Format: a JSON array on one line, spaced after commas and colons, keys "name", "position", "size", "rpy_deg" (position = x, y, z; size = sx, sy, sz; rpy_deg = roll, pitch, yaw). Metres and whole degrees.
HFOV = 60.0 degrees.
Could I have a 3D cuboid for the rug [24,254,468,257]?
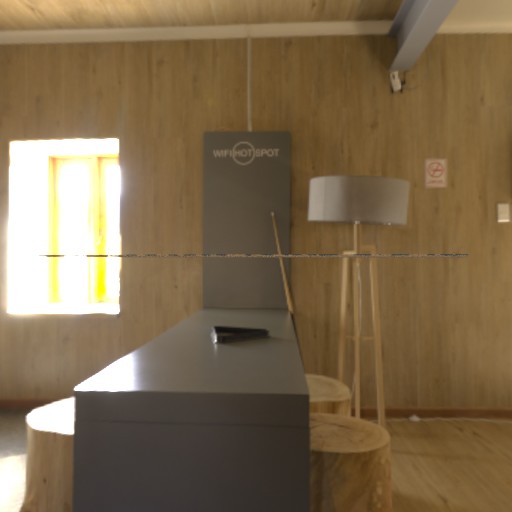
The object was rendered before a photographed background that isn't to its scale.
[{"name": "rug", "position": [0.000, 0.000, 2.289], "size": [1.830, 0.011, 1.209], "rpy_deg": [0, 0, 18]}]
